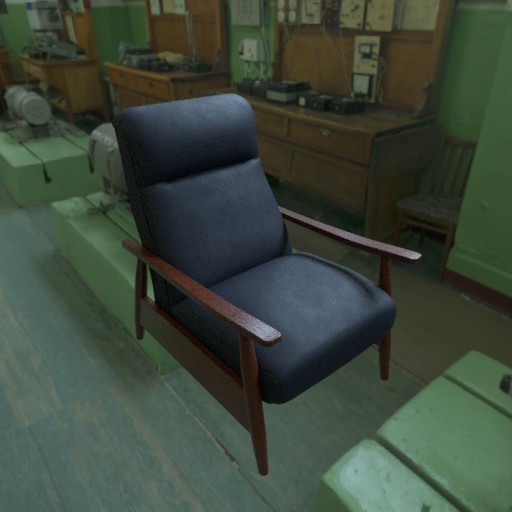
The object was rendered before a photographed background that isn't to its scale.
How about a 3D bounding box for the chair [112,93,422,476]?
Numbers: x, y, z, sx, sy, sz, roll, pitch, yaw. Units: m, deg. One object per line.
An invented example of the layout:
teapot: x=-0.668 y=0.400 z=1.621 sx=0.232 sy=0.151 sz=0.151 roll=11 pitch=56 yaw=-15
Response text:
chair: x=0.000 y=0.000 z=1.794 sx=0.762 sy=1.082 sz=1.014 roll=-23 pitch=37 yaw=-34
